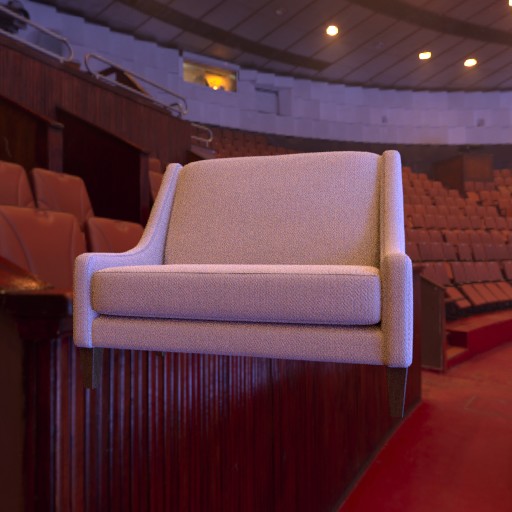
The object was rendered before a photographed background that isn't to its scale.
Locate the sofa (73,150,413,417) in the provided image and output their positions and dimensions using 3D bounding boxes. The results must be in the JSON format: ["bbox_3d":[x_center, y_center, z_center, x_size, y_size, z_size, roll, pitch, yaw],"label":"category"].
[{"bbox_3d":[0.000,0.000,1.918,1.242,1.022,0.870,0,0,15],"label":"sofa"}]
